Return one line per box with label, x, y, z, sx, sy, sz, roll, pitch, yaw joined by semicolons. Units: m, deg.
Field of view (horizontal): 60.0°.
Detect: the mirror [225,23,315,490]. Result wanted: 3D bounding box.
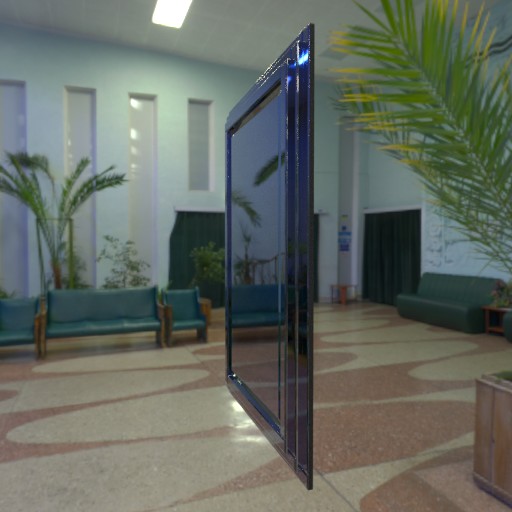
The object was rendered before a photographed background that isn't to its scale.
mirror;0.000;0.000;1.154;0.039;0.914;0.613;0;2;-18
